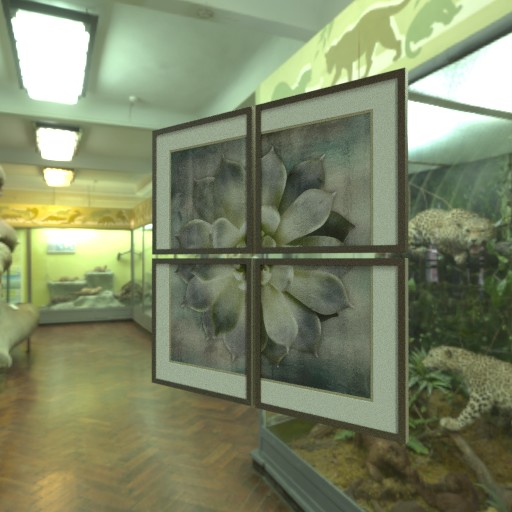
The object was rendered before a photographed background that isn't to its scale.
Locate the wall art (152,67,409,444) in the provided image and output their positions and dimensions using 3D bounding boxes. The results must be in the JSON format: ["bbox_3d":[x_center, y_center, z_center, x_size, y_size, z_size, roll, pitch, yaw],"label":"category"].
[{"bbox_3d":[0.000,0.000,1.527,1.032,1.032,0.030,0,-1,36],"label":"wall art"}]
